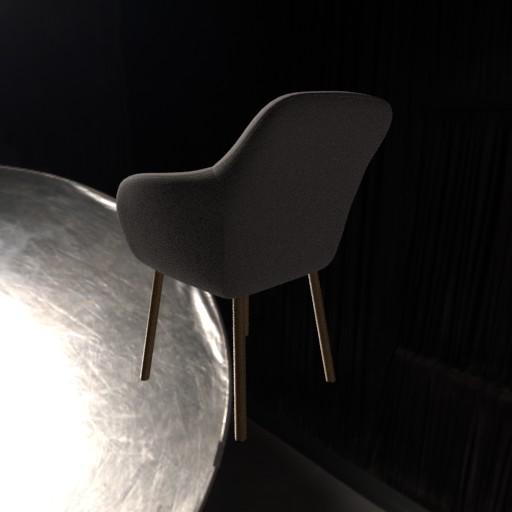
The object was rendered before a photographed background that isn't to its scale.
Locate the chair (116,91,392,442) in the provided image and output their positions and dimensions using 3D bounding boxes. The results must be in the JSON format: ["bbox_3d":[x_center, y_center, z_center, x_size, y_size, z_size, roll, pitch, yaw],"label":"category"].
[{"bbox_3d":[0.000,0.000,1.233,0.570,0.830,0.590,-15,22,-42],"label":"chair"}]
